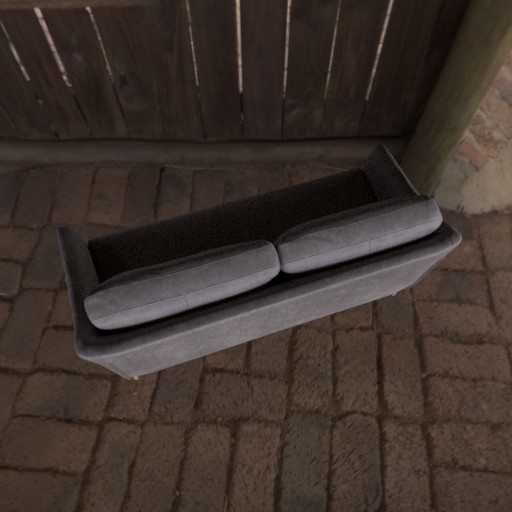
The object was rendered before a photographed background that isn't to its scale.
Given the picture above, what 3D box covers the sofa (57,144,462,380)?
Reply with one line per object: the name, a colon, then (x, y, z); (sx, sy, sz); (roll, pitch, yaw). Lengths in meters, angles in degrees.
sofa: (0.000, 0.000, 2.518); (2.036, 0.902, 0.960); (-16, 59, -10)
